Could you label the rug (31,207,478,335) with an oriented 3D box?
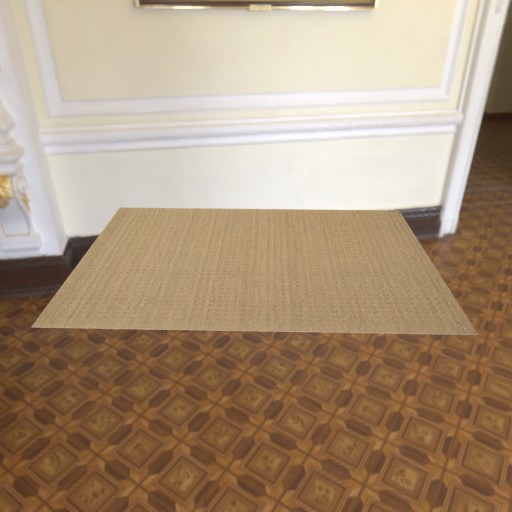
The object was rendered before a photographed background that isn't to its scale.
[{"bbox_3d":[0.000,0.000,3.736,2.895,0.006,1.981,1,29,1],"label":"rug"}]
